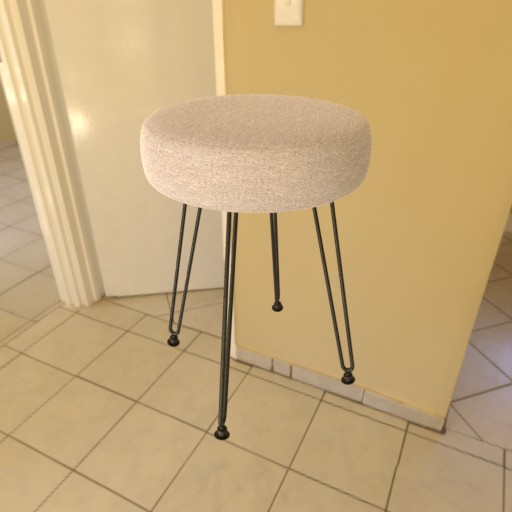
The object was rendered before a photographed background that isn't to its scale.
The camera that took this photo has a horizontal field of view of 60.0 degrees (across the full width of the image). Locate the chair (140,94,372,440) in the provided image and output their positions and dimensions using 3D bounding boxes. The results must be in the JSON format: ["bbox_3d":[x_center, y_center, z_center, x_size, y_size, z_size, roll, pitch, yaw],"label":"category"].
[{"bbox_3d":[0.000,0.000,0.684,0.350,0.440,0.350,9,31,15],"label":"chair"}]
